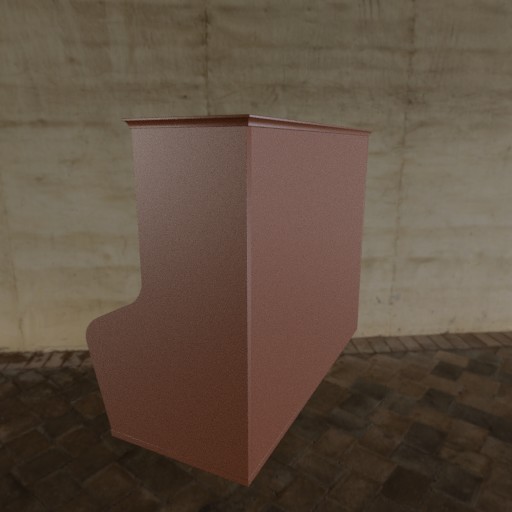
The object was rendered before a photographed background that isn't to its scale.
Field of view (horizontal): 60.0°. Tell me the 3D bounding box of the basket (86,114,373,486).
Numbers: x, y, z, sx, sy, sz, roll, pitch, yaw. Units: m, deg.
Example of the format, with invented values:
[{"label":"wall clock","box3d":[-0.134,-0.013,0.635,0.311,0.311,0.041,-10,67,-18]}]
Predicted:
[{"label":"basket","box3d":[0.000,0.000,1.116,0.376,0.625,0.792,7,16,26]}]
